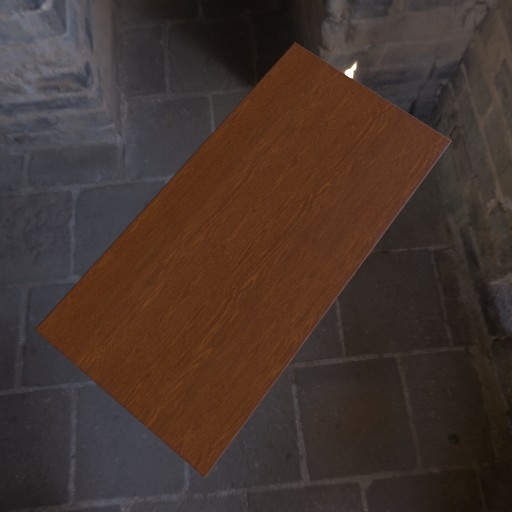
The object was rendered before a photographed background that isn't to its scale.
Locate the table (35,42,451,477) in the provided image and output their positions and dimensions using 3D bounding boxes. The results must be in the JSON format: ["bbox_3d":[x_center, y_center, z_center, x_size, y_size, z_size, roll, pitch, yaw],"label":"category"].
[{"bbox_3d":[0.000,0.000,2.093,0.811,0.755,1.609,37,77,10],"label":"table"}]
